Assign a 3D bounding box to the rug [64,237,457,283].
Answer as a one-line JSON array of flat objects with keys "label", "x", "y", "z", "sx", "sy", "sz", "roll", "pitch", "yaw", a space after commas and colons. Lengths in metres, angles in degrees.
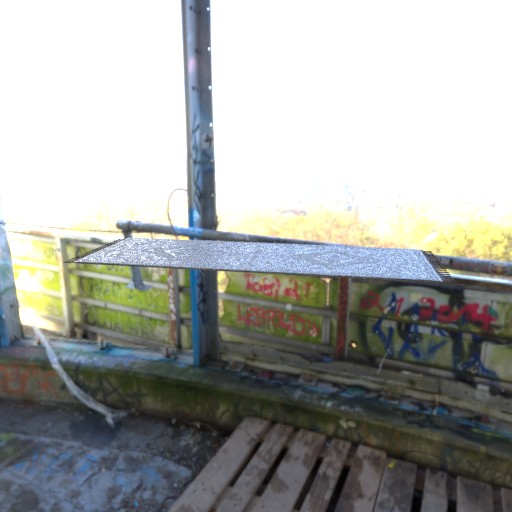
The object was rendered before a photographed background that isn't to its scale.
[{"label": "rug", "x": 0.000, "y": 0.000, "z": 2.861, "sx": 2.378, "sy": 0.018, "sz": 1.324, "roll": 7, "pitch": 16, "yaw": 26}]
